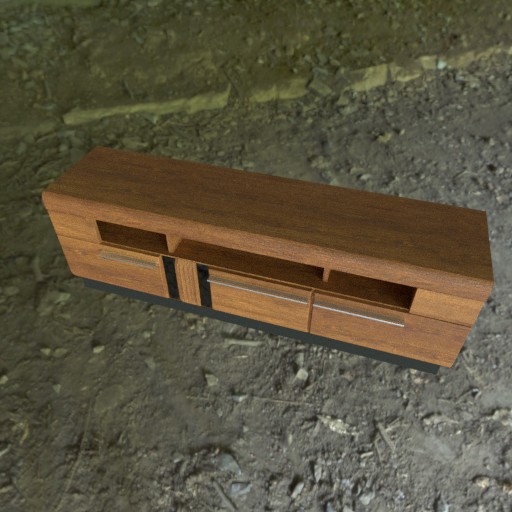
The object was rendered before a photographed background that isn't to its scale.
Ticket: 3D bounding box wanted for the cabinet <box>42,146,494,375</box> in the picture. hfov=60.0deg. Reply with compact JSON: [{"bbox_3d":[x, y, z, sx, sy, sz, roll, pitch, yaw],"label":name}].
[{"bbox_3d":[0.000,0.000,1.794,1.600,0.510,0.419,12,43,13],"label":"cabinet"}]
